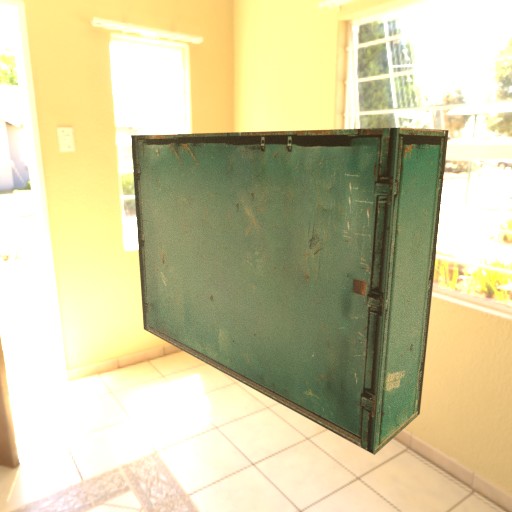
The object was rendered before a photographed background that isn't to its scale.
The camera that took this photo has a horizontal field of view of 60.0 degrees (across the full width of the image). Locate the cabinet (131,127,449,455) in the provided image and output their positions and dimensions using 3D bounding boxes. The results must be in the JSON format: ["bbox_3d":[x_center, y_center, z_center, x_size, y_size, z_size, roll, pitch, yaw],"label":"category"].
[{"bbox_3d":[0.000,0.000,4.045,0.680,2.160,3.001,-14,19,-43],"label":"cabinet"}]
